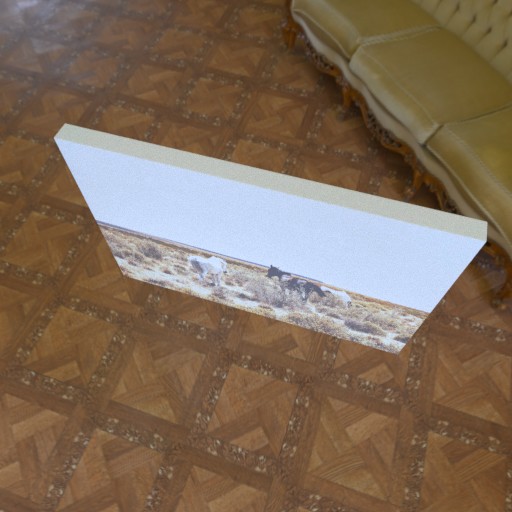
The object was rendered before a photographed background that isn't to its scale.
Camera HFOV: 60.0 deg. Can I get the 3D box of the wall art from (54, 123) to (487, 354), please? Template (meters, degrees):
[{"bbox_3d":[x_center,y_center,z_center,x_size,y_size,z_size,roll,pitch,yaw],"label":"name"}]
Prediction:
[{"bbox_3d":[0.000,0.000,1.168,0.914,0.610,0.050,15,59,9],"label":"wall art"}]
